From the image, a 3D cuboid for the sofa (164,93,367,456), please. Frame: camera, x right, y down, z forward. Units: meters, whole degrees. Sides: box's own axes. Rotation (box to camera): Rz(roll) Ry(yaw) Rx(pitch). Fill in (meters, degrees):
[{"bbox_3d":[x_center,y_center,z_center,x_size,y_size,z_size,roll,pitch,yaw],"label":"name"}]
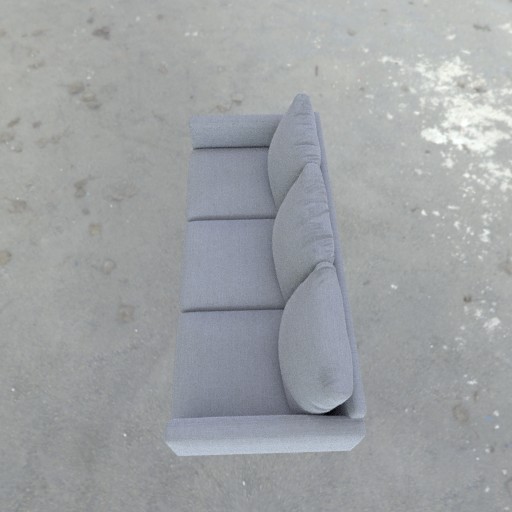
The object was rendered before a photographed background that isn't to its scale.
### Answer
[{"bbox_3d":[0.000,0.000,2.478,0.850,0.830,2.000,-1,57,-1],"label":"sofa"}]
